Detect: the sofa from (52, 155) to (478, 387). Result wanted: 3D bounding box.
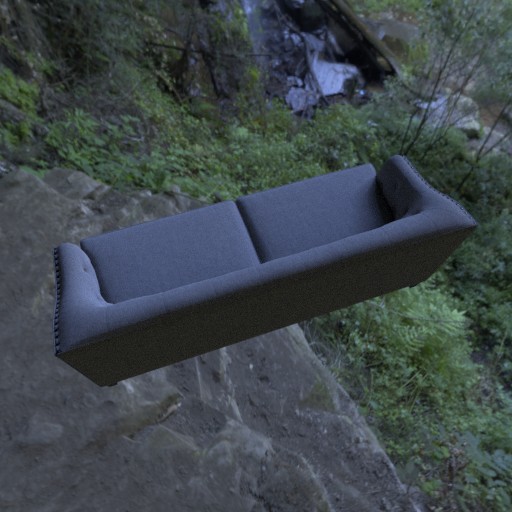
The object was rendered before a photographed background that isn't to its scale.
[{"bbox_3d":[0.000,0.000,2.748,2.235,0.901,0.914,-16,58,-10],"label":"sofa"}]
